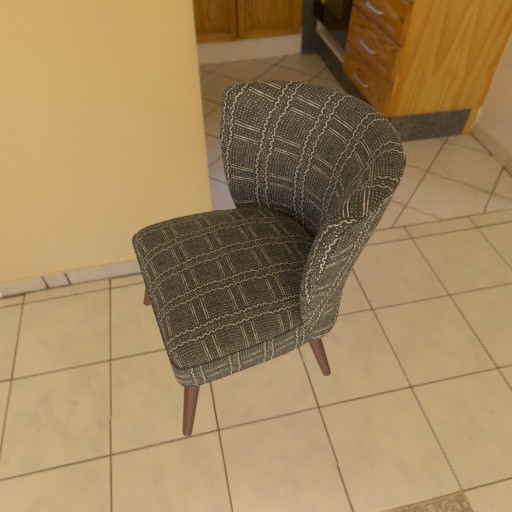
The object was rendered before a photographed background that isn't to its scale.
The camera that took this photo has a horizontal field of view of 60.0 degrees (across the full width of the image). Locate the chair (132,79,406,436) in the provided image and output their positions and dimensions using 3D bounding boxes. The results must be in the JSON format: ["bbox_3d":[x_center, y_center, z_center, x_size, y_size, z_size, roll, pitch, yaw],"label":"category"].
[{"bbox_3d":[0.000,0.000,1.430,0.758,0.866,0.710,-17,49,-15],"label":"chair"}]
